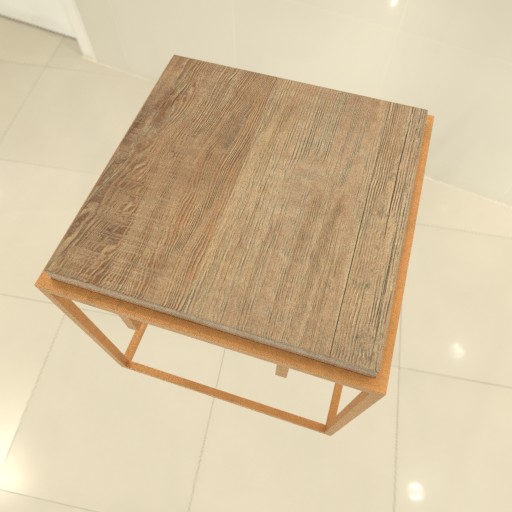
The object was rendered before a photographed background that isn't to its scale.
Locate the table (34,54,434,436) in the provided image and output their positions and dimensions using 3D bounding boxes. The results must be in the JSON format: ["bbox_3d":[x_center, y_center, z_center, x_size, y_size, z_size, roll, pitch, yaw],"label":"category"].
[{"bbox_3d":[0.000,0.000,1.073,0.599,0.584,0.599,16,63,8],"label":"table"}]
